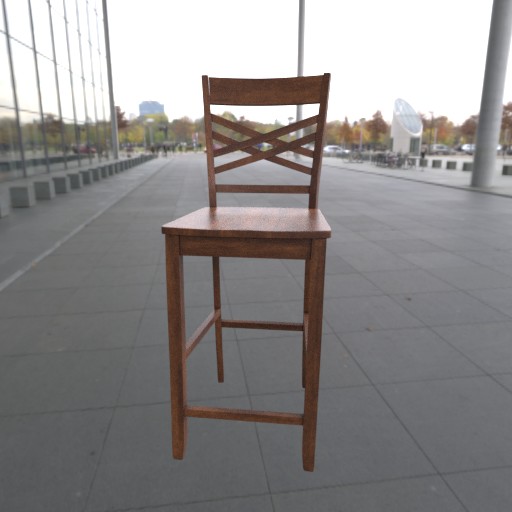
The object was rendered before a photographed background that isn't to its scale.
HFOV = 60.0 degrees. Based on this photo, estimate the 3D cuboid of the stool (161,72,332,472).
[{"bbox_3d":[0.000,0.000,1.346,0.426,1.098,0.504,2,14,7],"label":"stool"}]
